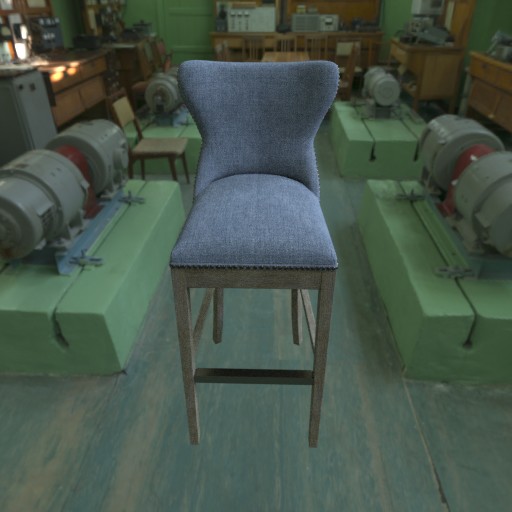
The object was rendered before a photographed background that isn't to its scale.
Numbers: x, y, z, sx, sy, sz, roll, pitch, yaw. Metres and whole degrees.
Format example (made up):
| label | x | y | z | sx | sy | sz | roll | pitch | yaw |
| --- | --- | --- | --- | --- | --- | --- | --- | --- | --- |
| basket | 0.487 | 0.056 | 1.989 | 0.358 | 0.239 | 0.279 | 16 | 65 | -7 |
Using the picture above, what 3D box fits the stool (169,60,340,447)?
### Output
| label | x | y | z | sx | sy | sz | roll | pitch | yaw |
| --- | --- | --- | --- | --- | --- | --- | --- | --- | --- |
| stool | 0.000 | 0.000 | 1.447 | 0.494 | 1.123 | 0.606 | 1 | 31 | 1 |
